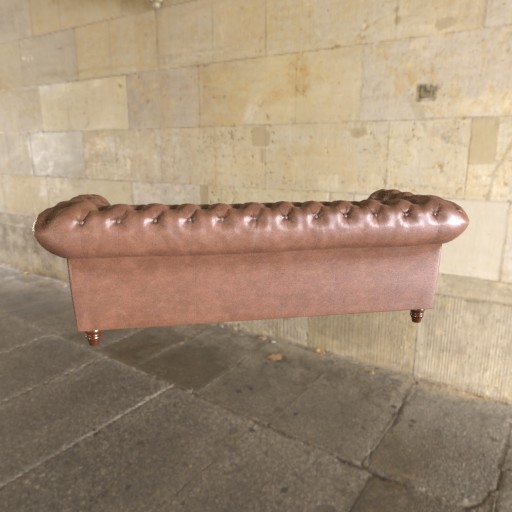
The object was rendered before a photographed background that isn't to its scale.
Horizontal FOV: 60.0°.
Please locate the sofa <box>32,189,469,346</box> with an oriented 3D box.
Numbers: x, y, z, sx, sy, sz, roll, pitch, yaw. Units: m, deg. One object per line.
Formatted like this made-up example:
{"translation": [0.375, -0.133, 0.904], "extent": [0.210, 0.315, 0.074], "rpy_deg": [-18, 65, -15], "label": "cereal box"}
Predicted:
{"translation": [0.000, 0.000, 2.785], "extent": [2.385, 0.783, 0.944], "rpy_deg": [-2, 13, -10], "label": "sofa"}
